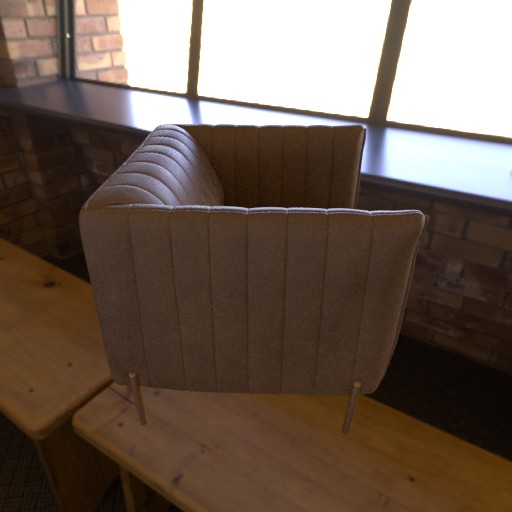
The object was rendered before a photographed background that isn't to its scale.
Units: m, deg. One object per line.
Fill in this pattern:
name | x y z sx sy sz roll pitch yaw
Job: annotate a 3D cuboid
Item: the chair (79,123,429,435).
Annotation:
chair | 0.000 0.000 1.648 0.876 0.779 0.981 1 30 2
